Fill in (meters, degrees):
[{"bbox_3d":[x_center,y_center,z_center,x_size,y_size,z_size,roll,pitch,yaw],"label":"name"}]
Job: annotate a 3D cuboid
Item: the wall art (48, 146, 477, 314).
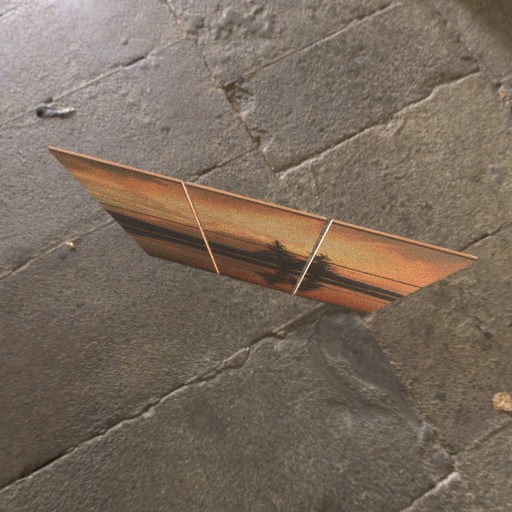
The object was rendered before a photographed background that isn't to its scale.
[{"bbox_3d":[0.000,0.000,1.803,1.216,1.218,0.013,15,76,4],"label":"wall art"}]
